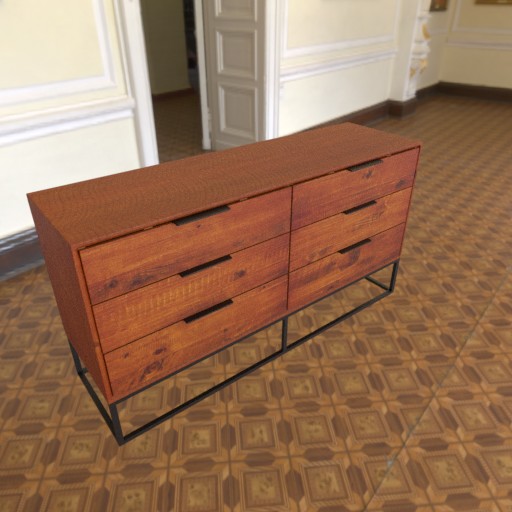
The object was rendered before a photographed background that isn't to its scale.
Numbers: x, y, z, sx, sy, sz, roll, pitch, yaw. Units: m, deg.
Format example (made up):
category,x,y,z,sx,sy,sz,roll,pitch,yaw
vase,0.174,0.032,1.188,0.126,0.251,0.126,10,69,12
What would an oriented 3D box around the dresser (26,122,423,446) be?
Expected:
category,x,y,z,sx,sy,sz,roll,pitch,yaw
dresser,0.000,0.000,1.895,1.536,0.810,0.464,-21,37,-32
